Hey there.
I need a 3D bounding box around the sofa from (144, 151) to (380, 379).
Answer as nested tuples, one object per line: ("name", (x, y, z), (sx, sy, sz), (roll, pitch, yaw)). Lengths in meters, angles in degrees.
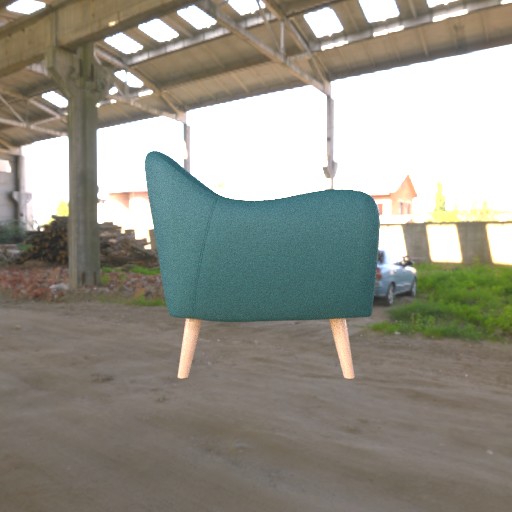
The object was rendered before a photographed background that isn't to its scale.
("sofa", (0.000, 0.000, 2.329), (0.820, 0.836, 1.840), (0, 1, 0))
